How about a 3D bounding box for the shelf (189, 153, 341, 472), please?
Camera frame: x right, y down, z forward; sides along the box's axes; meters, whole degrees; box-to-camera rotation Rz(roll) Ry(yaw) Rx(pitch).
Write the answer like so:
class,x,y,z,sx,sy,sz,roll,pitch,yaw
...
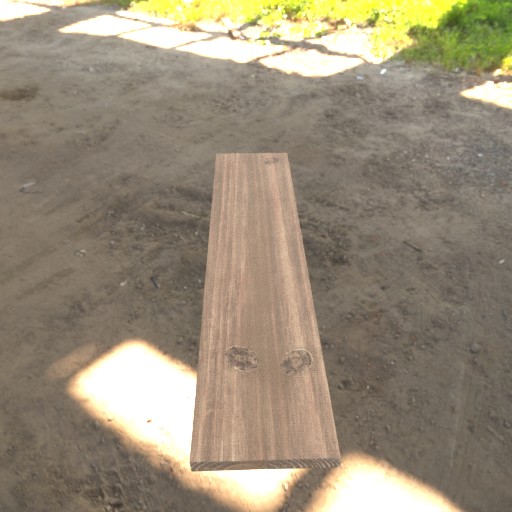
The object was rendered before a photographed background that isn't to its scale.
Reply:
class,x,y,z,sx,sy,sz,roll,pitch,yaw
shelf,0.000,0.000,0.648,0.140,0.020,0.610,-1,40,-1
